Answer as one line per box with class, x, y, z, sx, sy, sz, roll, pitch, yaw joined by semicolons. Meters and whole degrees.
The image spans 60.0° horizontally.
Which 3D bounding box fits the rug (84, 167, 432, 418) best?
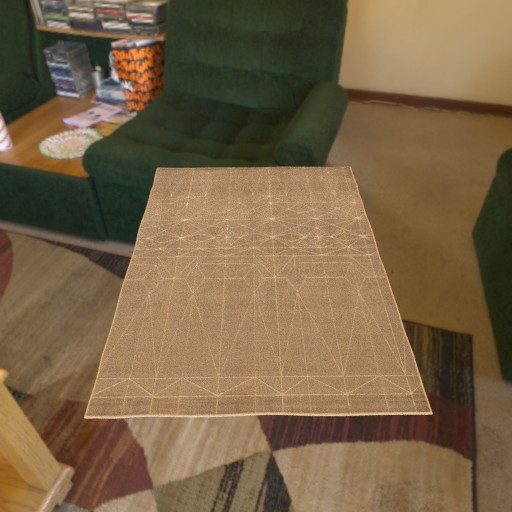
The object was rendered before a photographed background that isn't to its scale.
rug;0.000;0.000;4.345;2.449;0.019;3.357;0;42;-1
